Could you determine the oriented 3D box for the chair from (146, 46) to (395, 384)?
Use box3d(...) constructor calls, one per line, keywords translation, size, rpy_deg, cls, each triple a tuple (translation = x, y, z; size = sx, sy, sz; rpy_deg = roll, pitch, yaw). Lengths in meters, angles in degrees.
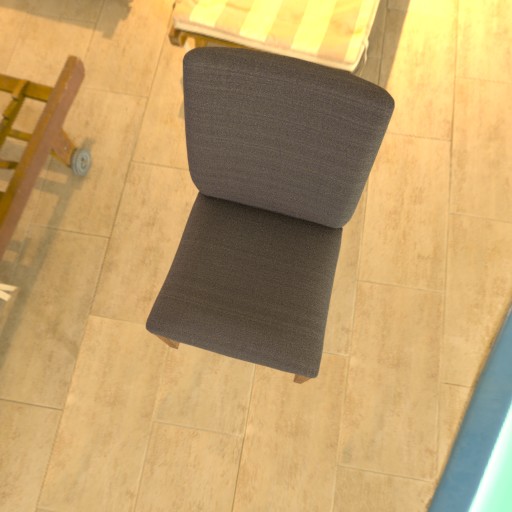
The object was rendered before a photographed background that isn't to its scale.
box3d(translation=(0.000, 0.000, 1.248), size=(0.496, 0.940, 0.585), rpy_deg=(15, 75, 4), cls="chair")
